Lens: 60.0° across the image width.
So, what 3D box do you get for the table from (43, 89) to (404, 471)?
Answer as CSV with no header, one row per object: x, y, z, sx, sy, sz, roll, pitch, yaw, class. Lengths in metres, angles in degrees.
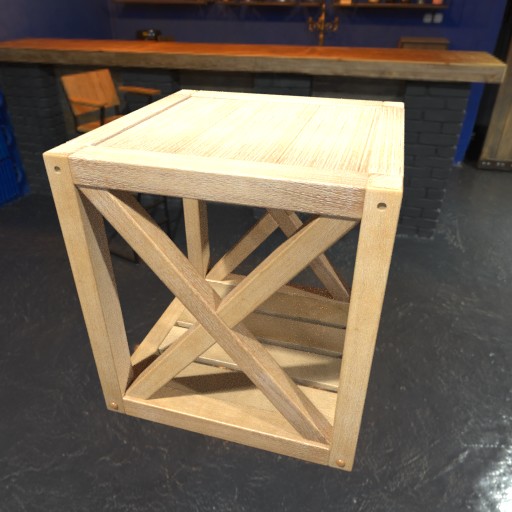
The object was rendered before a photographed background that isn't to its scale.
0.000,0.000,1.025,0.559,0.610,0.558,9,32,14,table
